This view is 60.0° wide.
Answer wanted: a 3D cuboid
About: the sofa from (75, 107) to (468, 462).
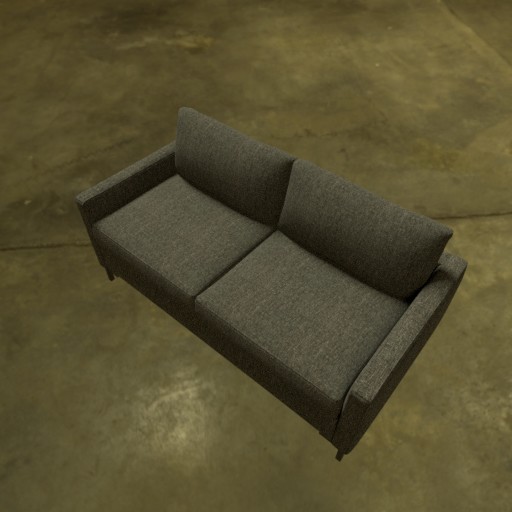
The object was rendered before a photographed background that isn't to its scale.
[{"bbox_3d":[0.000,0.000,2.194,1.716,0.862,0.866,31,54,26],"label":"sofa"}]
